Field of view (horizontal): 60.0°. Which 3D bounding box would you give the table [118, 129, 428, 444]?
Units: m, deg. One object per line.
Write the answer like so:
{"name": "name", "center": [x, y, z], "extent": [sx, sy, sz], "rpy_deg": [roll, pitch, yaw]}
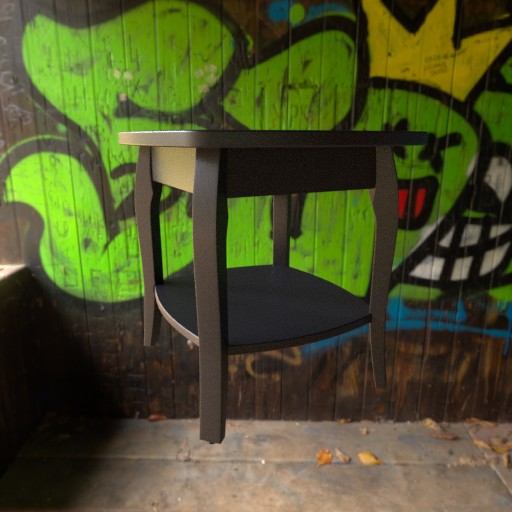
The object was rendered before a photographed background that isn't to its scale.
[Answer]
{"name": "table", "center": [0.000, 0.000, 0.849], "extent": [0.457, 0.457, 0.508], "rpy_deg": [-8, 17, -26]}
